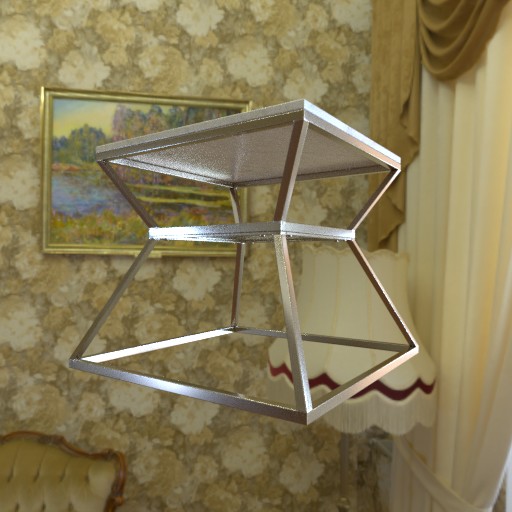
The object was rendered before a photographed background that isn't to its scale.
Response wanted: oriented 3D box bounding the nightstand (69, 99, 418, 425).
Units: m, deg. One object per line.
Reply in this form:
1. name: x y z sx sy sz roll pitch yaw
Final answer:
1. nightstand: 0.000 0.000 0.910 0.513 0.426 0.514 0 0 35
